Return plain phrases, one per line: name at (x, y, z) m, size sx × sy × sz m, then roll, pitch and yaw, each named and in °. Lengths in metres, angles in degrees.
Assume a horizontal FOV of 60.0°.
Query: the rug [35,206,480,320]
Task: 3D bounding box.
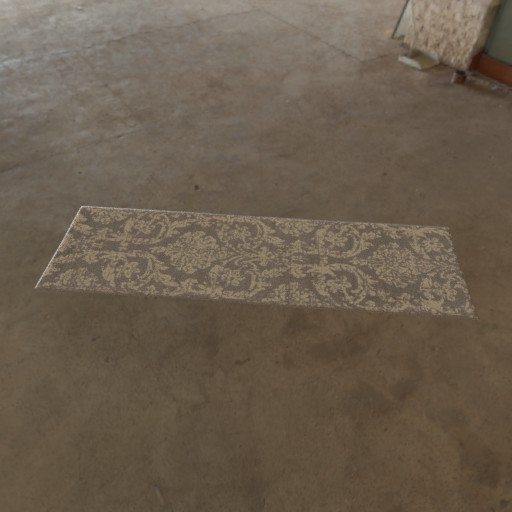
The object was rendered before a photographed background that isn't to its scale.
rug at (0.000, 0.000, 2.406) m, size 2.196 × 0.011 × 0.662 m, roll 4°, pitch 46°, yaw 4°
